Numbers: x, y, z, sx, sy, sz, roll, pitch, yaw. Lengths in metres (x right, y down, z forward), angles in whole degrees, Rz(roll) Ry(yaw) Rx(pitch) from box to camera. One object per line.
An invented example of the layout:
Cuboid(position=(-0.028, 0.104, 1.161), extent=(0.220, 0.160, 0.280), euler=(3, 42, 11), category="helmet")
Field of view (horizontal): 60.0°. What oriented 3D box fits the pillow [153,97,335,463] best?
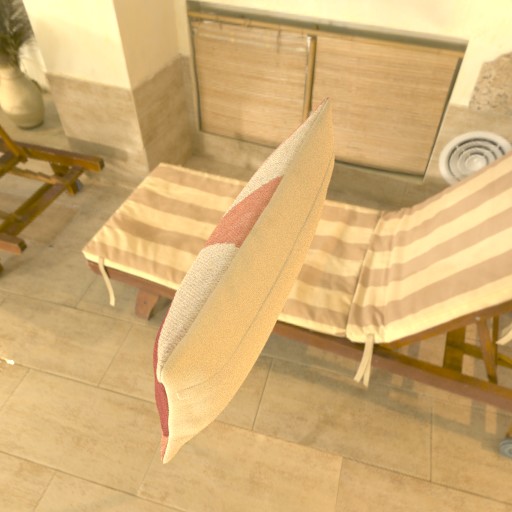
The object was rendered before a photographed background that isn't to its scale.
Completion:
Cuboid(position=(0.000, 0.000, 0.722), extent=(0.155, 0.292, 0.609), euler=(16, 48, 15), category="pillow")
